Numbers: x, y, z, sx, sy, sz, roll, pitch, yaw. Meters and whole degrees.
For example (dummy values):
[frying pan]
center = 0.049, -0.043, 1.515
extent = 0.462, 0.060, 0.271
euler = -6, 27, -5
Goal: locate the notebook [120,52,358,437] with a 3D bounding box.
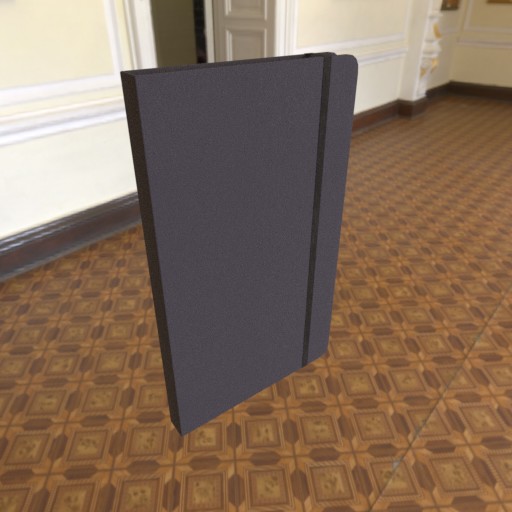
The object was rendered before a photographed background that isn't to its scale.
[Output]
[notebook]
center = 0.000, 0.000, 0.262
extent = 0.127, 0.213, 0.016
euler = -21, 36, -31
